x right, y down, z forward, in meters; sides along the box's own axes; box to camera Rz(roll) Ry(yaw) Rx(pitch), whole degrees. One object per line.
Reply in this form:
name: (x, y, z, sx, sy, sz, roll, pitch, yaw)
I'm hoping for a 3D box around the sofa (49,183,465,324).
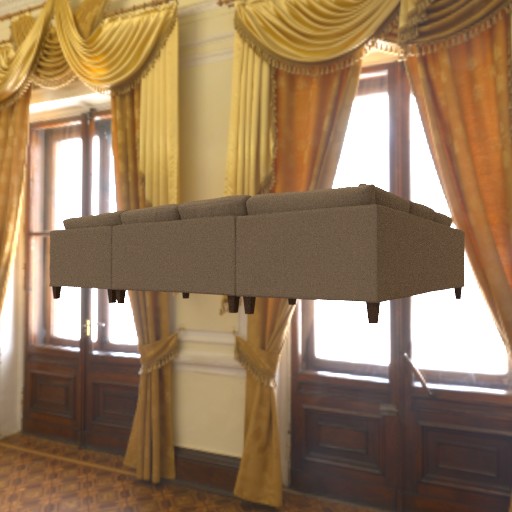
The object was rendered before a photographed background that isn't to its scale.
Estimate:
sofa: (0.000, 0.000, 4.464, 3.438, 0.865, 2.424, -1, -2, 36)
